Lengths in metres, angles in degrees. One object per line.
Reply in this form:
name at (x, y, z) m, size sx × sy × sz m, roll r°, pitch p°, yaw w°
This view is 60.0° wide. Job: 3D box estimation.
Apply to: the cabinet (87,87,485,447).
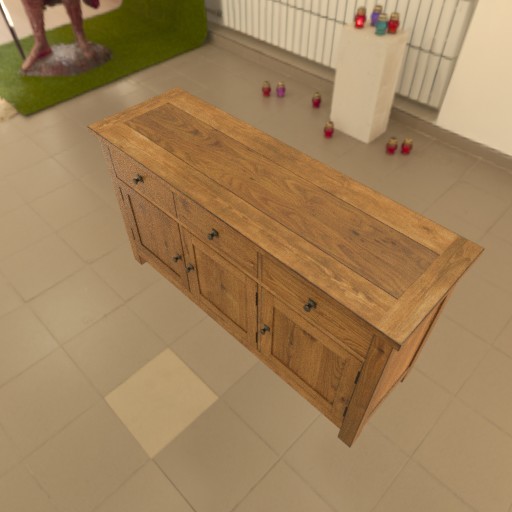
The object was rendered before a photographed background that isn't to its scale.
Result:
cabinet at (0.000, 0.000, 1.876) m, size 1.474 × 0.813 × 0.480 m, roll 36°, pitch 57°, yaw 28°
